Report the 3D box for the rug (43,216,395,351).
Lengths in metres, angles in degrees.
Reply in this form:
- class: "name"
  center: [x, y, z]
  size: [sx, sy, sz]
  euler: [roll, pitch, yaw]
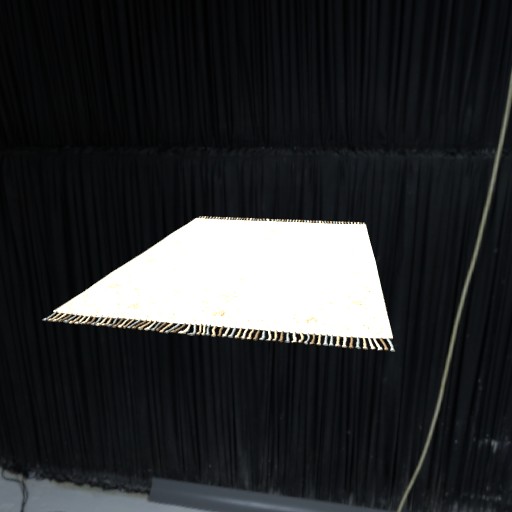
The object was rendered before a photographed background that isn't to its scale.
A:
- class: "rug"
  center: [0.000, 0.000, 2.332]
  size: [1.218, 0.017, 1.861]
  euler: [3, 17, 10]
